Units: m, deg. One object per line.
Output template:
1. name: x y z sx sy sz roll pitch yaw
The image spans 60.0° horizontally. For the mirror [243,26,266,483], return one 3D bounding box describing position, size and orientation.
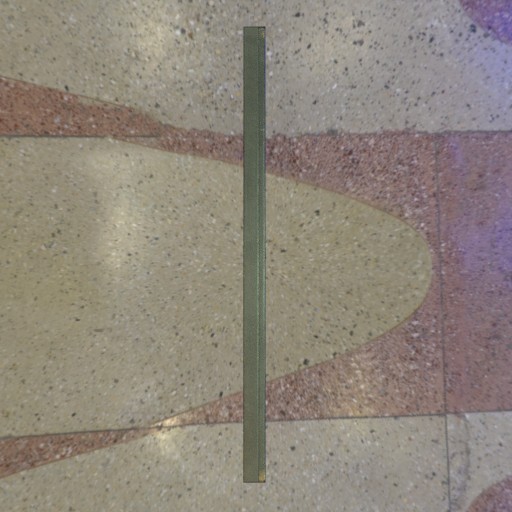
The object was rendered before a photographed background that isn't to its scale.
1. mirror: 0.000 0.000 0.560 0.020 0.381 0.382 0 89 0
